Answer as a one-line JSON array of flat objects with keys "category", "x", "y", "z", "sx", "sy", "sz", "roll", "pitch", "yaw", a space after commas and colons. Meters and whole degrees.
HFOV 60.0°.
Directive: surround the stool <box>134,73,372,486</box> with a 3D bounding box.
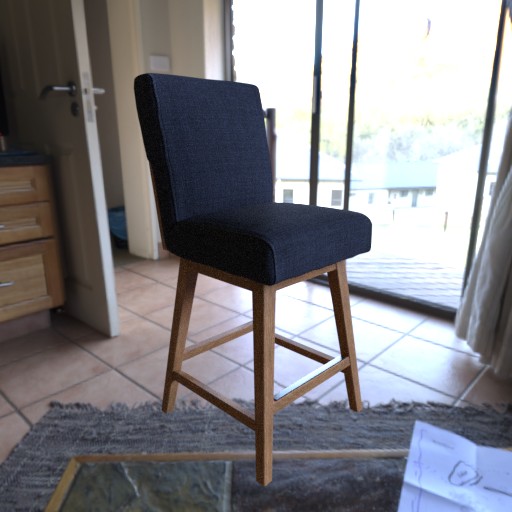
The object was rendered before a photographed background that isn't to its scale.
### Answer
[{"category": "stool", "x": 0.000, "y": 0.000, "z": 1.301, "sx": 0.526, "sy": 1.010, "sz": 0.459, "roll": 15, "pitch": 21, "yaw": 43}]
